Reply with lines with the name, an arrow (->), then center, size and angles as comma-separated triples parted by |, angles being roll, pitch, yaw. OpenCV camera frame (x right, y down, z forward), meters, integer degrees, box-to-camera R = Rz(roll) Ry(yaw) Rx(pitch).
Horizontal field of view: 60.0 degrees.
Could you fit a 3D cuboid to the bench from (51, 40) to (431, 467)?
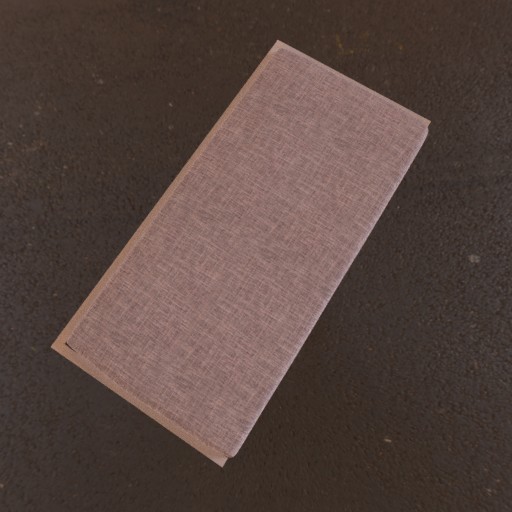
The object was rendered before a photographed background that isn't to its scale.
bench -> 0.000, 0.000, 1.003 | 0.362, 0.461, 0.734 | 32, 78, 8
